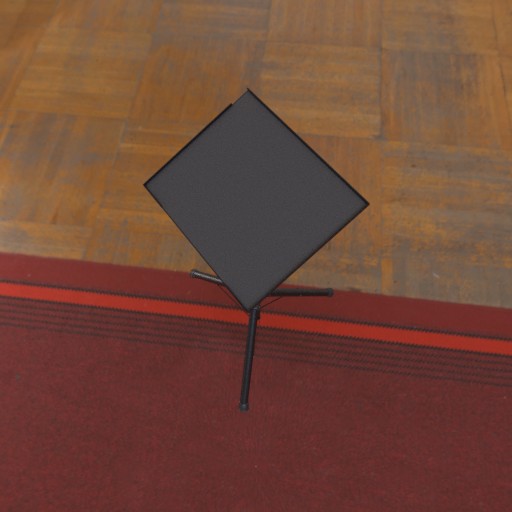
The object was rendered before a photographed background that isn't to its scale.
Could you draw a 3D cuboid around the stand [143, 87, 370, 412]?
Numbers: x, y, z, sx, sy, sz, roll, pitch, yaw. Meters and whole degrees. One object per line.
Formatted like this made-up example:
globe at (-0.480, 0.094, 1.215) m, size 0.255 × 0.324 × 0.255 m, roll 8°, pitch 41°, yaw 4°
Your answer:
stand at (0.000, 0.000, 1.623) m, size 0.702 × 1.198 × 0.702 m, roll -35°, pitch 70°, yaw -15°
